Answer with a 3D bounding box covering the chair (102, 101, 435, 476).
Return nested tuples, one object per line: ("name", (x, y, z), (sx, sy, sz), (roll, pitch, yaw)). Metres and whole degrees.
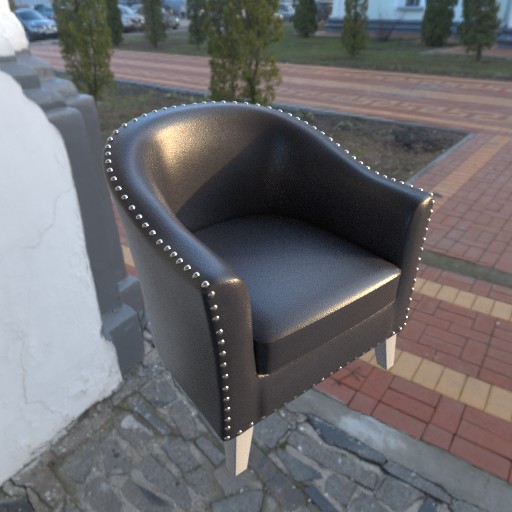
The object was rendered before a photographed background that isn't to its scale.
("chair", (0.000, 0.000, 1.399), (0.794, 0.823, 0.748), (-21, 36, -33))
